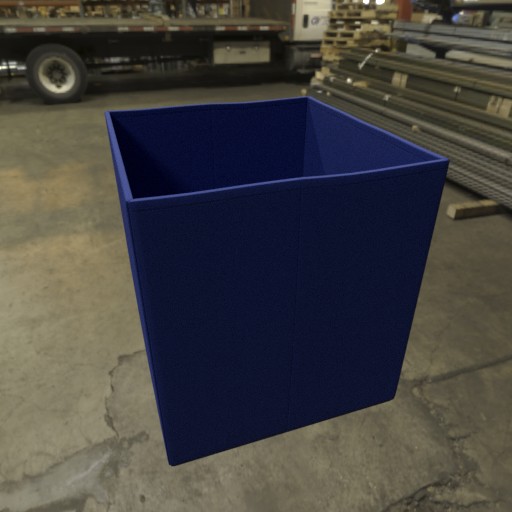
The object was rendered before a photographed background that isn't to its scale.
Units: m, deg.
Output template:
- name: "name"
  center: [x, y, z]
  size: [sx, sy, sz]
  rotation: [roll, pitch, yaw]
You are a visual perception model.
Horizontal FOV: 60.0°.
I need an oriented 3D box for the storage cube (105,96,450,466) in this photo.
- name: "storage cube"
  center: [0.000, 0.000, 0.496]
  size: [0.270, 0.280, 0.270]
  rotation: [-10, 32, -16]
